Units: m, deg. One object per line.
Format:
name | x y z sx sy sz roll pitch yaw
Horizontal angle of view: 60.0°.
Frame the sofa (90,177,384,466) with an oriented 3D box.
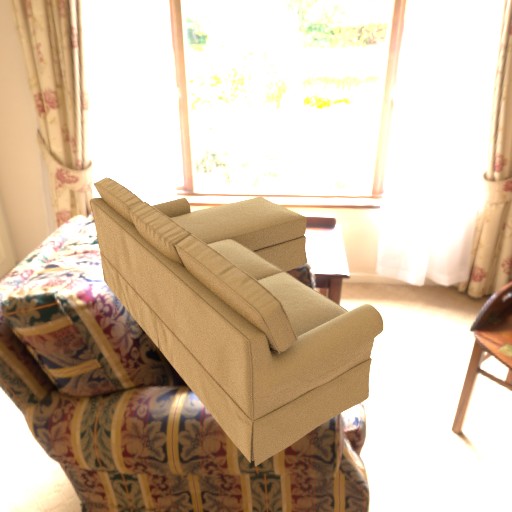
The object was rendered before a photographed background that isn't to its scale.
sofa | 0.000 0.000 3.388 1.733 0.978 2.475 -17 31 -31
